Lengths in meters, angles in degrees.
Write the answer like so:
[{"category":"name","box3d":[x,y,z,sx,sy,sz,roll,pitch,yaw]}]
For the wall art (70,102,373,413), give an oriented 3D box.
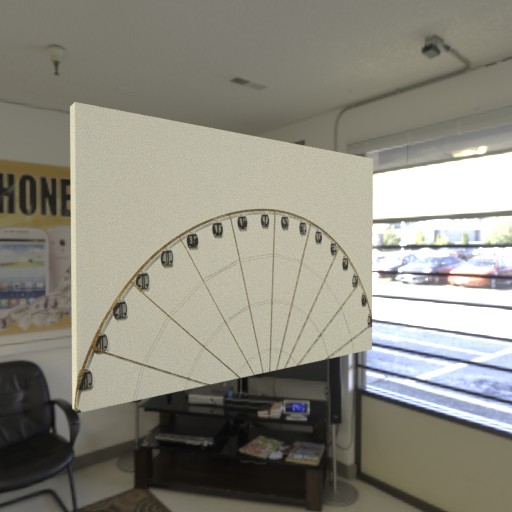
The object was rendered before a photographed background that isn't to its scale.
[{"category":"wall art","box3d":[0.000,0.000,1.140,0.898,0.601,0.038,-1,1,-37]}]
